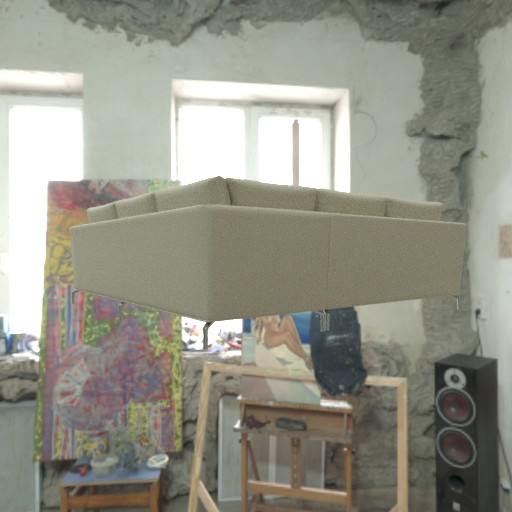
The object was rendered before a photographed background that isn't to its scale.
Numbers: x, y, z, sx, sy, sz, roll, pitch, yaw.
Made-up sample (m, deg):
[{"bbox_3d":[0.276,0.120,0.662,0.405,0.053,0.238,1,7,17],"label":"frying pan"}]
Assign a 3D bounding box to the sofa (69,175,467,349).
[{"bbox_3d":[0.000,0.000,3.769,2.430,0.867,2.448,0,1,-37],"label":"sofa"}]
